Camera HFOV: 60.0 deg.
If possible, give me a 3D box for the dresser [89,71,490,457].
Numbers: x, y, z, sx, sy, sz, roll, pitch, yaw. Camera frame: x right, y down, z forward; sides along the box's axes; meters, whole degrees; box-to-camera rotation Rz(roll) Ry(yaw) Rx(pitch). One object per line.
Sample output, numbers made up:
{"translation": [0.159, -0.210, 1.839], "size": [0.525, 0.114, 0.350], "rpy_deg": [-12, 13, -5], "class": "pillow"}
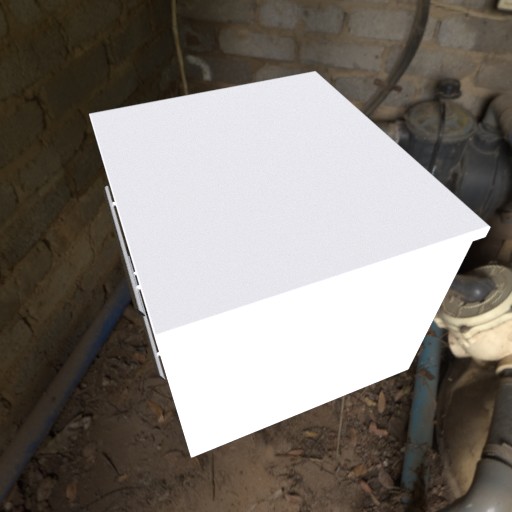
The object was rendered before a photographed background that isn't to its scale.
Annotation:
{"translation": [0.000, 0.000, 0.718], "size": [0.400, 0.360, 0.430], "rpy_deg": [-17, 49, -15], "class": "dresser"}
